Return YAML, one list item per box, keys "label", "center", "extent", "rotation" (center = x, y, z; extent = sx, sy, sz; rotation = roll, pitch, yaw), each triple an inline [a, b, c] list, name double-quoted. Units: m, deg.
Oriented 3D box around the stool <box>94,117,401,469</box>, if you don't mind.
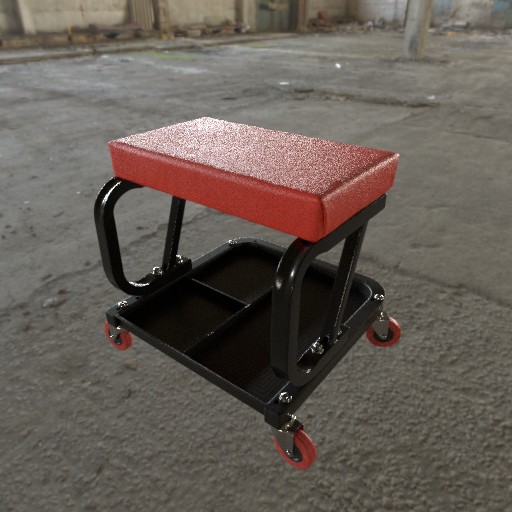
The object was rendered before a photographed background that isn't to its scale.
- label: "stool"
  center: [0.000, 0.000, 0.738]
  extent: [0.446, 0.380, 0.371]
  rotation: [21, 36, 32]
